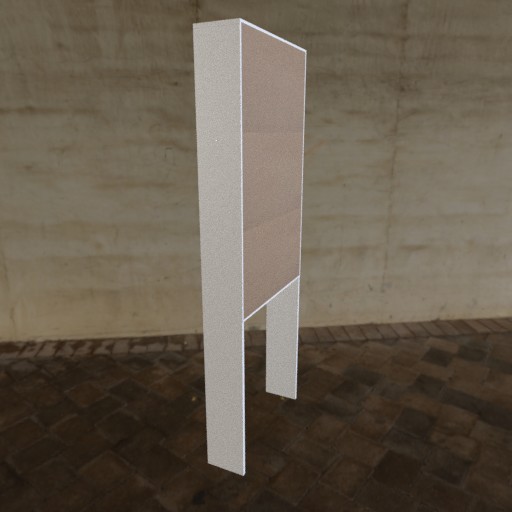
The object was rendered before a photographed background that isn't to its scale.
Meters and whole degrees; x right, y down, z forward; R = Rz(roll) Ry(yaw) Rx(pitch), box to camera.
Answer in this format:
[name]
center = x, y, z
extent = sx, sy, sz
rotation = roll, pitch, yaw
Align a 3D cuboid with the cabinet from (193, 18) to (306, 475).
[cabinet]
center = 0.000, 0.000, 1.979
extent = 0.192, 1.770, 0.643
rotation = 7, 17, 25
